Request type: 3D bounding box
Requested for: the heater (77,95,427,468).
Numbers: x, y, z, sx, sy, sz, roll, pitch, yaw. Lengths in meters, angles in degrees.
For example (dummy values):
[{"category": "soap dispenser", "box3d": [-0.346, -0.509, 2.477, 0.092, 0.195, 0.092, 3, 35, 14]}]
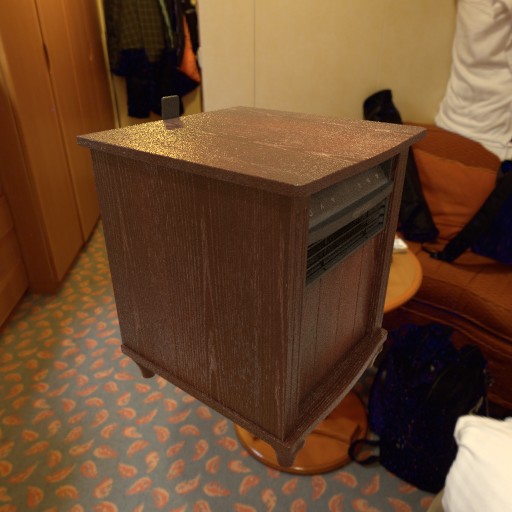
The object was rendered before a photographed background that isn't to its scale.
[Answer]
[{"category": "heater", "box3d": [0.000, 0.000, 0.744, 0.400, 0.481, 0.362, 19, 32, 33]}]
